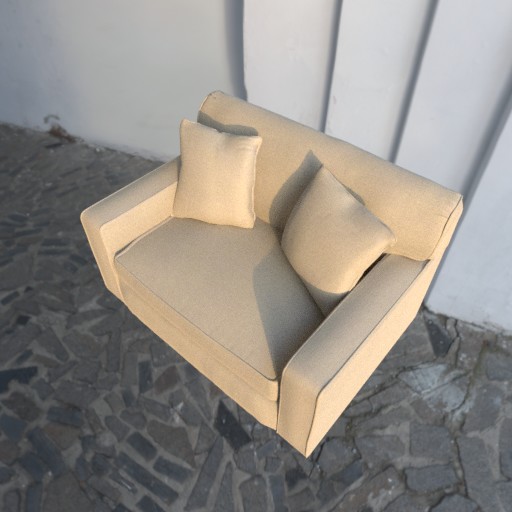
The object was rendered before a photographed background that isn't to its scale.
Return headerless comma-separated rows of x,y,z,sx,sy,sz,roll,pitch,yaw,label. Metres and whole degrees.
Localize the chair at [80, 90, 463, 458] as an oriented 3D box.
0.000,0.000,2.094,1.383,0.948,1.000,32,54,27,chair
